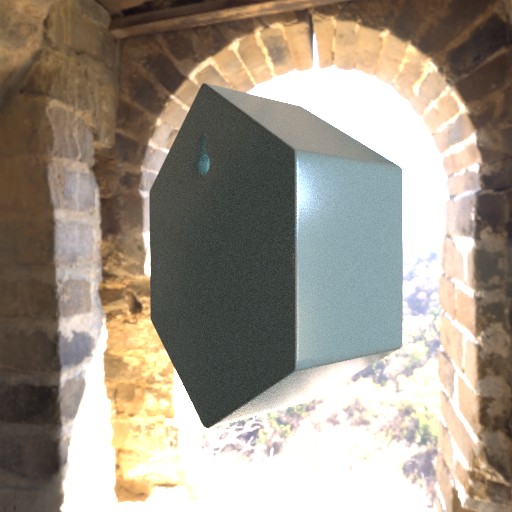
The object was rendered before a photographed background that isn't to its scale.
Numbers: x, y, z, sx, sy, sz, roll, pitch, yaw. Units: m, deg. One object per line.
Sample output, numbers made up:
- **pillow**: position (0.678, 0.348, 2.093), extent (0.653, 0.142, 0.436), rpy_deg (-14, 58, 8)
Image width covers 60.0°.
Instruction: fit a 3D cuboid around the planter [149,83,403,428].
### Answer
- **planter**: position (0.000, 0.000, 0.287), extent (0.078, 0.207, 0.169), rpy_deg (-1, 1, -35)
